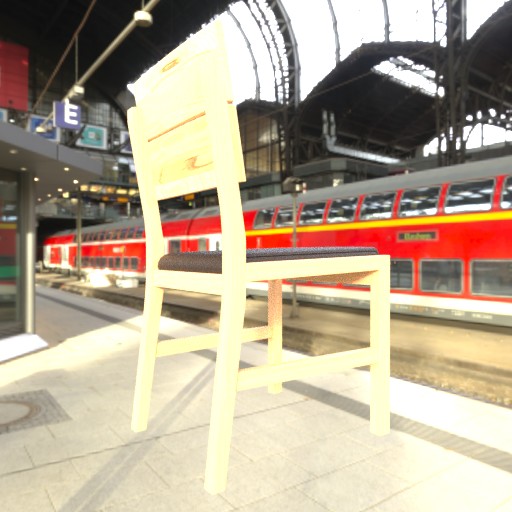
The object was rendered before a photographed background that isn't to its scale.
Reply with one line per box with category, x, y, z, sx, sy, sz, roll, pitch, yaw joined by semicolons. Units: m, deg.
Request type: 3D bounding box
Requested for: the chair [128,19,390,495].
chair;0.000;0.000;1.212;0.560;0.950;0.475;0;0;-37
